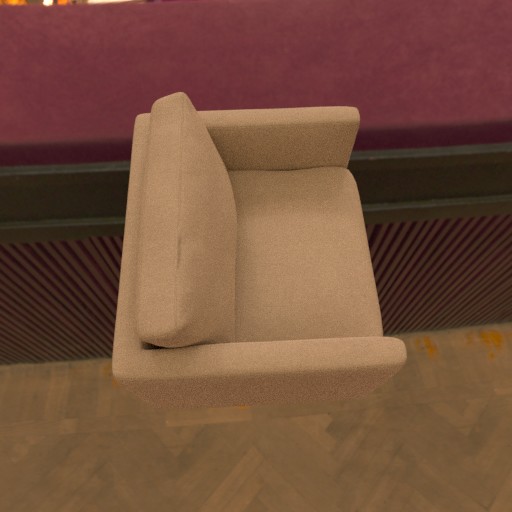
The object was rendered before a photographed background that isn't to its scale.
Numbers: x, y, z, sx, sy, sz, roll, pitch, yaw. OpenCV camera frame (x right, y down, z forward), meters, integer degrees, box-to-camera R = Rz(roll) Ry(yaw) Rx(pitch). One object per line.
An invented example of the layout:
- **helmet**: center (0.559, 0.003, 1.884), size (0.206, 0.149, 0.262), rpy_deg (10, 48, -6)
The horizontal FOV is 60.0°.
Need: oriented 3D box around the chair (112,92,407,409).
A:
- **chair**: center (0.000, 0.000, 1.835), size (0.959, 0.961, 1.107), rpy_deg (-2, 64, -1)
